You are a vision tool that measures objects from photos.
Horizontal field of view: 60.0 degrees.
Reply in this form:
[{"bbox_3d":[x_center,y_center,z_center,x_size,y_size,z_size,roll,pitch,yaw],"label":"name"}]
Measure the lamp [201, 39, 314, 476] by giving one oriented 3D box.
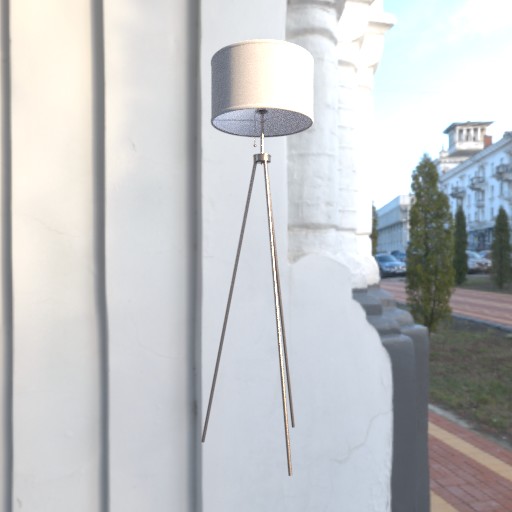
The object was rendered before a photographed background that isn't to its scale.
[{"bbox_3d":[0.000,0.000,1.778,0.458,1.545,0.448,0,1,2],"label":"lamp"}]
